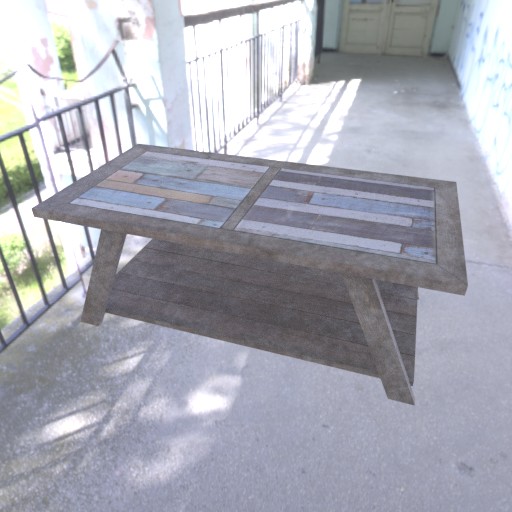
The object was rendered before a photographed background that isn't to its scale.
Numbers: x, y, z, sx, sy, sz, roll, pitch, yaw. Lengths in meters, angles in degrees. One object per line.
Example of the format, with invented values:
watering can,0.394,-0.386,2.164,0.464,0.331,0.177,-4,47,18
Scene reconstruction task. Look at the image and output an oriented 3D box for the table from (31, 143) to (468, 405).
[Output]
table,0.000,0.000,1.539,1.219,0.470,0.610,10,35,15
